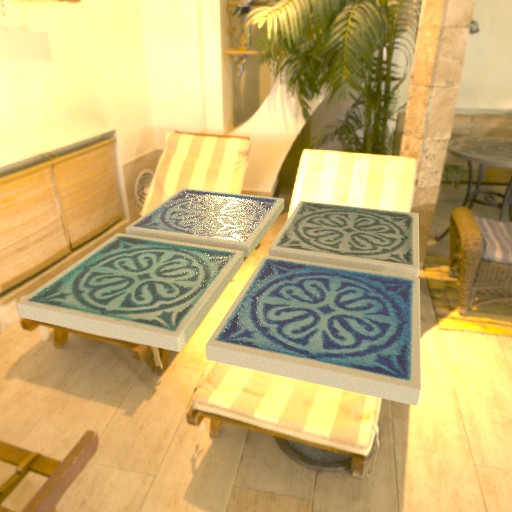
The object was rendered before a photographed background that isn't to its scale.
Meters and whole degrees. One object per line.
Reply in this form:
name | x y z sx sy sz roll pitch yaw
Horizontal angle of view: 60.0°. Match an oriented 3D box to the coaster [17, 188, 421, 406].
coaster | 0.000 0.000 0.315 0.219 0.010 0.214 8 29 16
